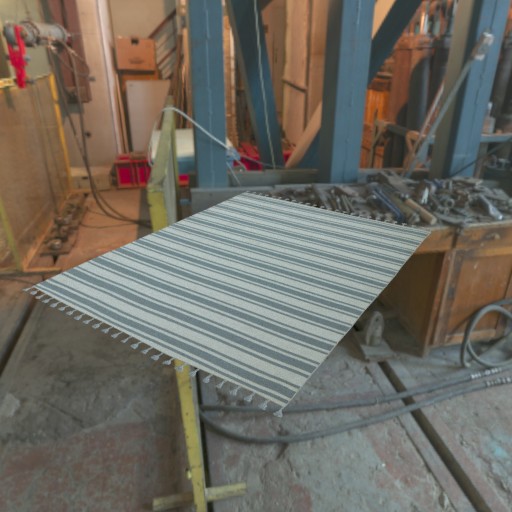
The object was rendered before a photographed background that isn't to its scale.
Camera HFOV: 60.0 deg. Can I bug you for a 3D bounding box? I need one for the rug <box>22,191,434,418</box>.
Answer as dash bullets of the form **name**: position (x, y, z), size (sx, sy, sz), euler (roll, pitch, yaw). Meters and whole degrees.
- **rug**: position (0.000, 0.000, 4.148), size (2.439, 0.005, 3.201), euler (17, 30, 30)
